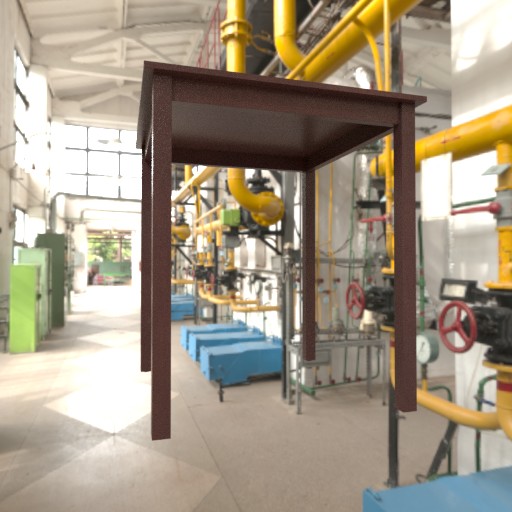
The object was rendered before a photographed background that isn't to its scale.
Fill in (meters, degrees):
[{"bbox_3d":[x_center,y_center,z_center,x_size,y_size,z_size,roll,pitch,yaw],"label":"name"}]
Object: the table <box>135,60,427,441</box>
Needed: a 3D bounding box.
[{"bbox_3d":[0.000,0.000,1.669,0.861,0.991,0.861,0,-1,-17],"label":"table"}]
